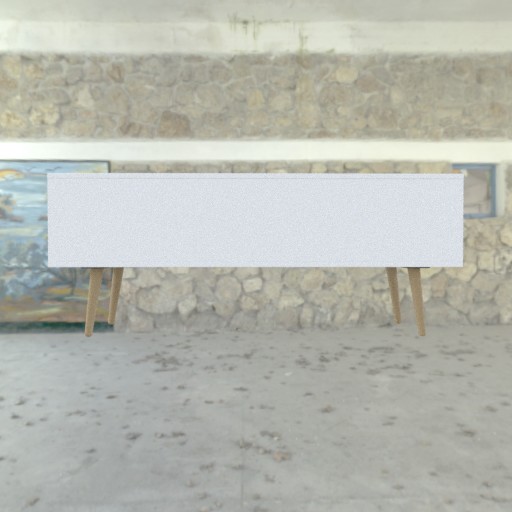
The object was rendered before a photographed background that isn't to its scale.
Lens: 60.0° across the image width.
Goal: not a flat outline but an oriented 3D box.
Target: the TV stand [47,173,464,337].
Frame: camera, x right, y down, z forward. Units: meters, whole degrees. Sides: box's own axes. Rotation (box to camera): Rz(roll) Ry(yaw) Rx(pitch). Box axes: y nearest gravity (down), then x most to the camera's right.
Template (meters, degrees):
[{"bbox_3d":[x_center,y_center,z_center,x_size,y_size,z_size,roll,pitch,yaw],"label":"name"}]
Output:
[{"bbox_3d":[0.000,0.000,1.691,1.398,0.560,0.401,0,1,-1],"label":"TV stand"}]
